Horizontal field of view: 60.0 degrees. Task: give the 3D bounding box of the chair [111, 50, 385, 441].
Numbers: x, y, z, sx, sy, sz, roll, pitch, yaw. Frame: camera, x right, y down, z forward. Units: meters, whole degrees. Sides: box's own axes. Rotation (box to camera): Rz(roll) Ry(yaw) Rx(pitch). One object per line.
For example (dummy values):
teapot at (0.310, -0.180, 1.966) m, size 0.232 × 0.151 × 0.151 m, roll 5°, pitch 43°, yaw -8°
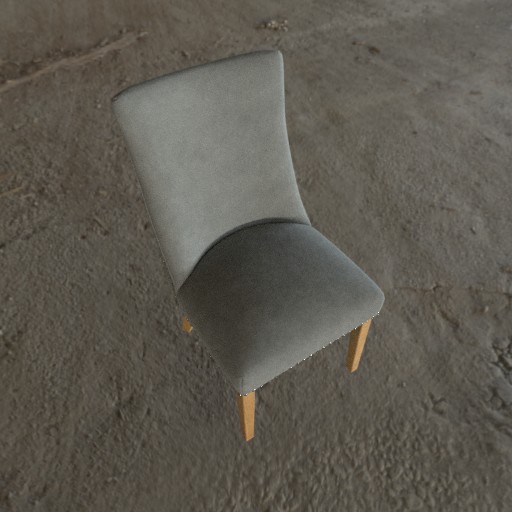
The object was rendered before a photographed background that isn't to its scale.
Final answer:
chair at (0.000, 0.000, 1.279) m, size 0.495 × 0.902 × 0.610 m, roll -26°, pitch 53°, yaw -22°
